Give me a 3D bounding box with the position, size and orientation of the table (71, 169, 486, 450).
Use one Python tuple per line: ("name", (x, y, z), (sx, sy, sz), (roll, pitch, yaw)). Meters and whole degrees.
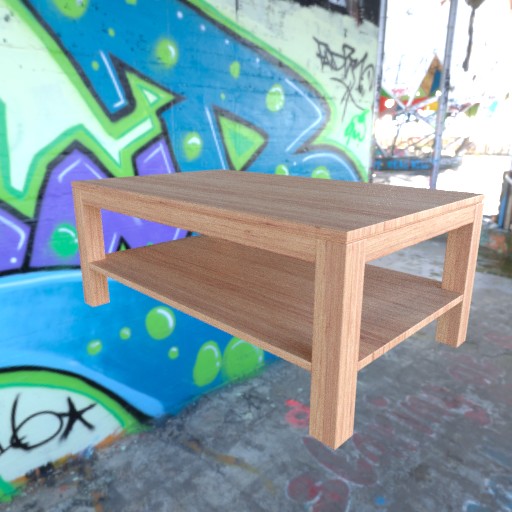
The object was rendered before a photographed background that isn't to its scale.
("table", (0.000, 0.000, 1.468), (1.146, 0.457, 0.695), (15, 22, 43))
